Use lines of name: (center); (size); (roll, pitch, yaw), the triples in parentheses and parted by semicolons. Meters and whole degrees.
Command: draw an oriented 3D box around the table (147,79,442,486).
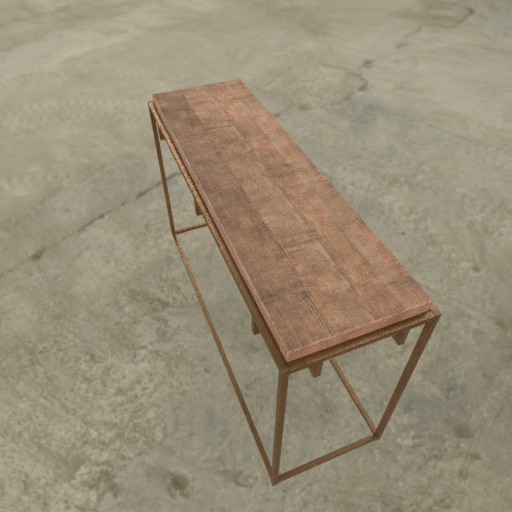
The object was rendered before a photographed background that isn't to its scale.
table: (0.000, 0.000, 1.775); (0.440, 0.820, 1.400); (-16, 48, -15)
